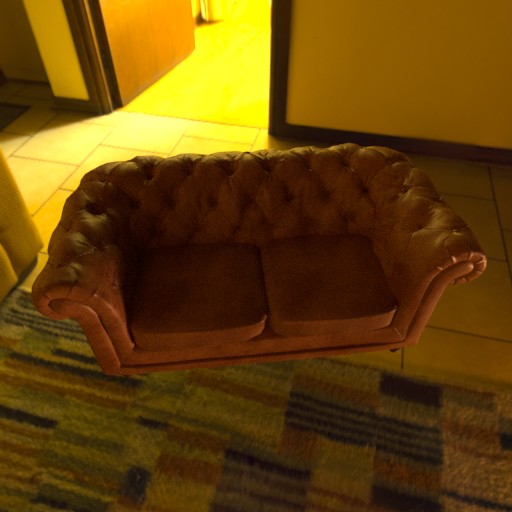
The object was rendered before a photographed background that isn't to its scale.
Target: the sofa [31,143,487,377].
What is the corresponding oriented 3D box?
[{"bbox_3d":[0.000,0.000,2.456,1.979,0.877,1.042,-4,46,-4],"label":"sofa"}]
